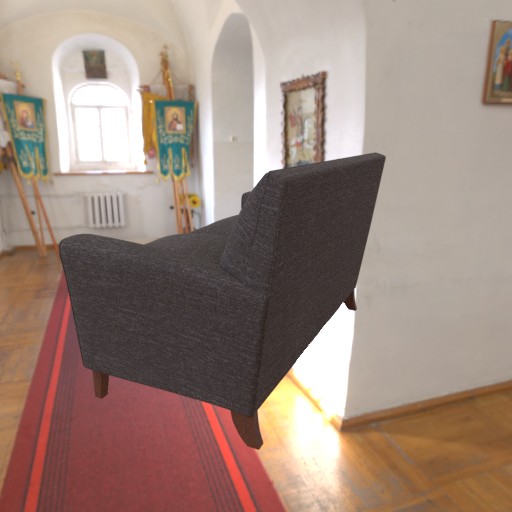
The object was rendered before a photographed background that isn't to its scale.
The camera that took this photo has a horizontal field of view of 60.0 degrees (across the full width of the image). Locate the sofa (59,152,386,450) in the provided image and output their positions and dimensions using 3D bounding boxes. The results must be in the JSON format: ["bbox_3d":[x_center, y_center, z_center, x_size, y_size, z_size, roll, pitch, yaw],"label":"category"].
[{"bbox_3d":[0.000,0.000,2.064,0.867,0.905,1.509,7,17,25],"label":"sofa"}]
